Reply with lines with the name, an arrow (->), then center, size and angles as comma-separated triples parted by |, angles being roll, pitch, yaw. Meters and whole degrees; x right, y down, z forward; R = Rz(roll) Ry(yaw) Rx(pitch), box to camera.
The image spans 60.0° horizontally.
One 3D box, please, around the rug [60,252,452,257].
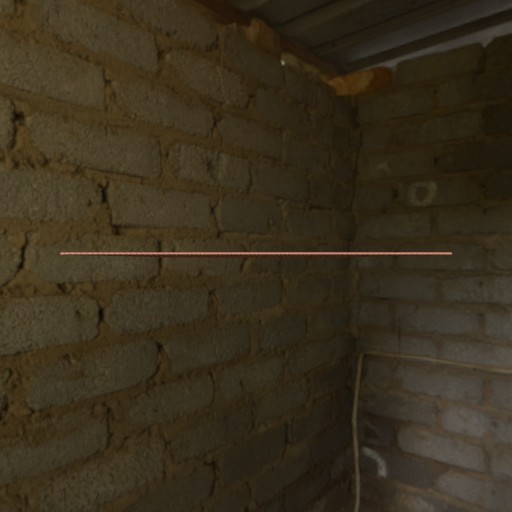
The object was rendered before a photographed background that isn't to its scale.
rug -> 0.000, 0.000, 2.283 | 1.217, 0.007, 1.828 | 0, 0, 0
